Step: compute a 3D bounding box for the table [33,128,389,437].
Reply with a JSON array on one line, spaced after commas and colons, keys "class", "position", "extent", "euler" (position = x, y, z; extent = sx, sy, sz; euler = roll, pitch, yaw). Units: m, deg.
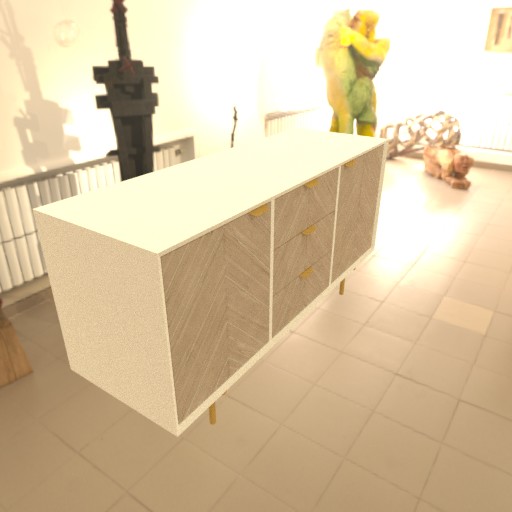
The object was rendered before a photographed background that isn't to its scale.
[{"class": "table", "position": [0.000, 0.000, 1.856], "extent": [0.508, 0.769, 1.500], "euler": [17, 31, 31]}]
